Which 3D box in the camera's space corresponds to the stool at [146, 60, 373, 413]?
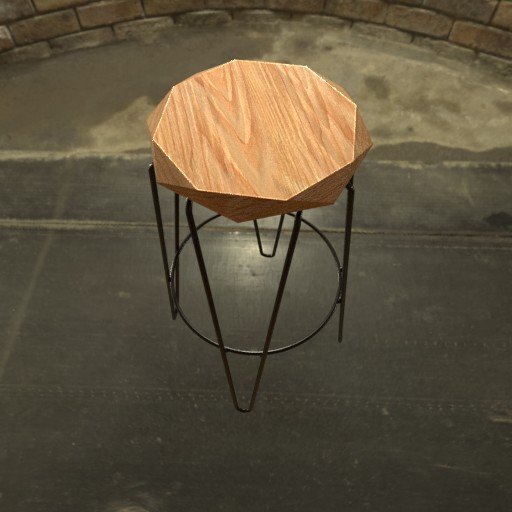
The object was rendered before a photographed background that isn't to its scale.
[{"bbox_3d":[0.000,0.000,0.792,0.326,0.610,0.326,-32,63,-19],"label":"stool"}]
